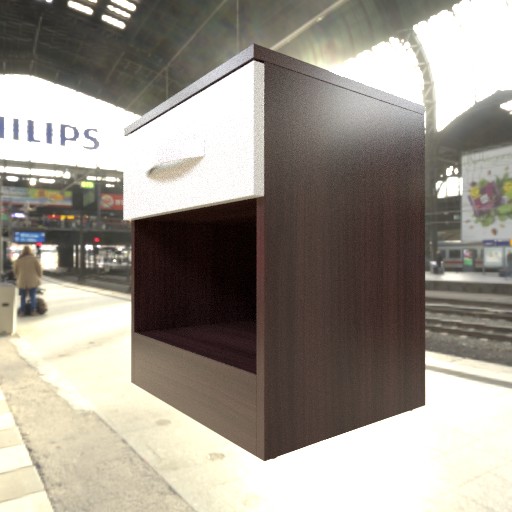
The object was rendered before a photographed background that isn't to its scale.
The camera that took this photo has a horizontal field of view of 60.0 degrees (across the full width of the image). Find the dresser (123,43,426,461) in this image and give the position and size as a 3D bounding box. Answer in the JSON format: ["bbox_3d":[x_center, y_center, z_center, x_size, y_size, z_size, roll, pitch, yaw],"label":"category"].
[{"bbox_3d":[0.000,0.000,0.743,0.360,0.470,0.400,0,0,-37],"label":"dresser"}]
